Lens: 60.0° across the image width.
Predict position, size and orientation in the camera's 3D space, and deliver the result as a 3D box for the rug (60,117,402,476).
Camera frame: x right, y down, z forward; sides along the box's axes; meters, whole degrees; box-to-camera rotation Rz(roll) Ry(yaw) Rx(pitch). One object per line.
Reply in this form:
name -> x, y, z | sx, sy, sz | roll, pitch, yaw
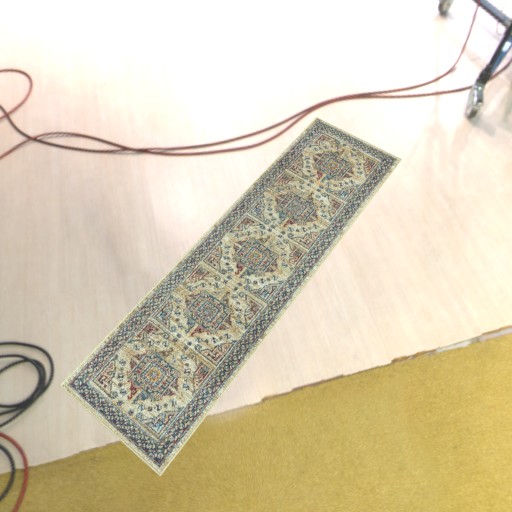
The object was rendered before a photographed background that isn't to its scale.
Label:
rug -> 0.000, 0.000, 2.507 | 0.661, 0.013, 2.297 | 33, 65, 18
